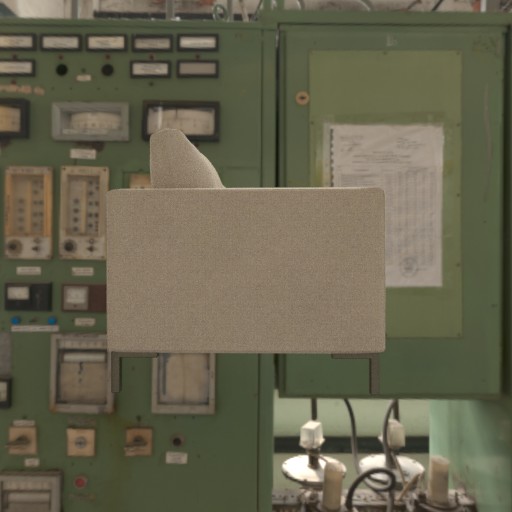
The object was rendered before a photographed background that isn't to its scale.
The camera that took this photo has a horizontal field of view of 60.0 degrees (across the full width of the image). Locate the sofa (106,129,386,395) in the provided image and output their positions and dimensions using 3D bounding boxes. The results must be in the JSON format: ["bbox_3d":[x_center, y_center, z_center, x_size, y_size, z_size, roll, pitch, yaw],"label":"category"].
[{"bbox_3d":[0.000,0.000,2.154,0.875,0.840,1.682,0,0,2],"label":"sofa"}]
